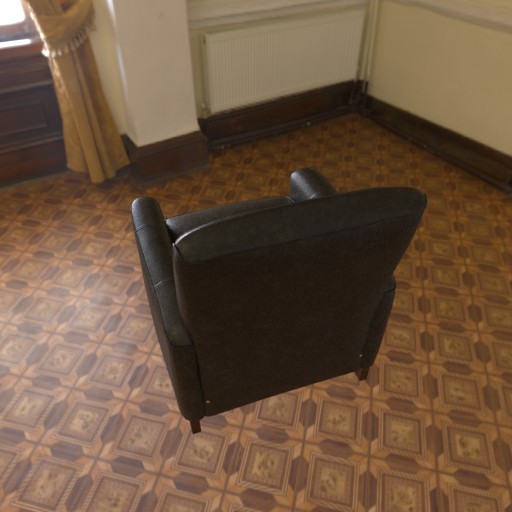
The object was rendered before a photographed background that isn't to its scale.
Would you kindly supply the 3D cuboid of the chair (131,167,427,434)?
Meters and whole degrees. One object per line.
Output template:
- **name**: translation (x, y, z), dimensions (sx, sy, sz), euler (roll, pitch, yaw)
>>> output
- **chair**: translation (0.000, 0.000, 1.683), dimensions (0.848, 1.014, 0.864), euler (-13, 43, -14)
